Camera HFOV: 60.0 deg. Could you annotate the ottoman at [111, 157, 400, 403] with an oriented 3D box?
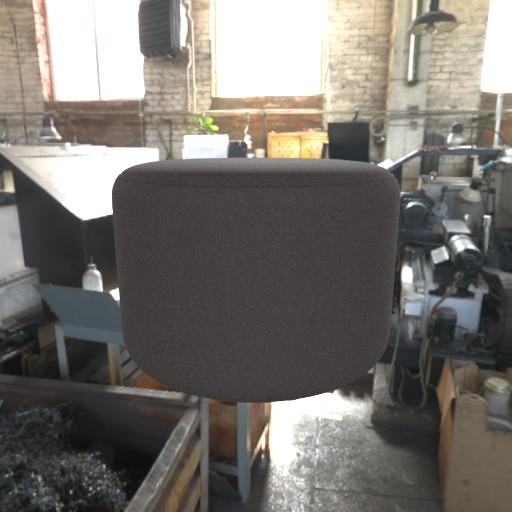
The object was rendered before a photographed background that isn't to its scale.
[{"bbox_3d":[0.000,0.000,1.011,0.608,0.433,0.608,0,14,0],"label":"ottoman"}]
